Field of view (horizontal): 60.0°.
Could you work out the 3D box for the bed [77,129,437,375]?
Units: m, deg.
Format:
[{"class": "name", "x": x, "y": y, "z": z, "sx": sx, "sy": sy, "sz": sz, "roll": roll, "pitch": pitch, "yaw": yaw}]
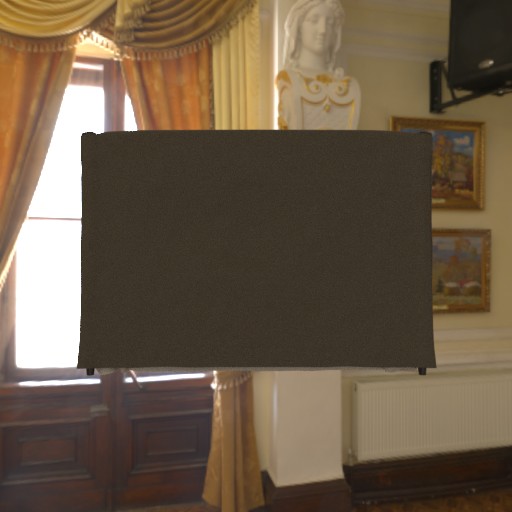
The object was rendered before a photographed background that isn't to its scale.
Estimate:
[{"class": "bed", "x": 0.000, "y": 0.000, "z": 3.488, "sx": 1.925, "sy": 1.332, "sz": 2.276, "roll": 0, "pitch": -1, "yaw": 0}]
